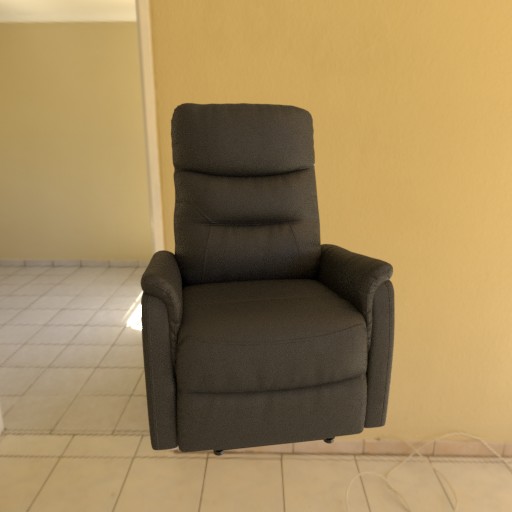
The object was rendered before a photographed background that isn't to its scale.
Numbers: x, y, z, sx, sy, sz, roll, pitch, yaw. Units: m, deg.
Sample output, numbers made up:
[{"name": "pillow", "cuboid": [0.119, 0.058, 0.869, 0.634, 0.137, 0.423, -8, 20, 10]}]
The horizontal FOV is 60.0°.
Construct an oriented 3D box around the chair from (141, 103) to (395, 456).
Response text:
[{"name": "chair", "cuboid": [0.000, 0.000, 1.613, 0.775, 1.082, 0.831, -2, 16, -9]}]
